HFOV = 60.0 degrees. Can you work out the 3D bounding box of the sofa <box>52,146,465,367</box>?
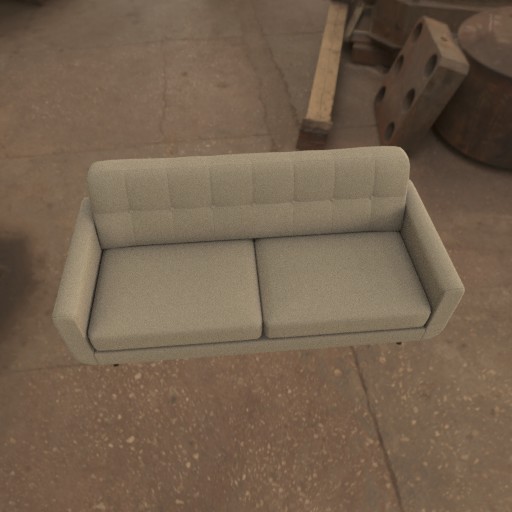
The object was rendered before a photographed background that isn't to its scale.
[{"bbox_3d":[0.000,0.000,2.687,2.137,0.892,0.980,-4,49,-3],"label":"sofa"}]
